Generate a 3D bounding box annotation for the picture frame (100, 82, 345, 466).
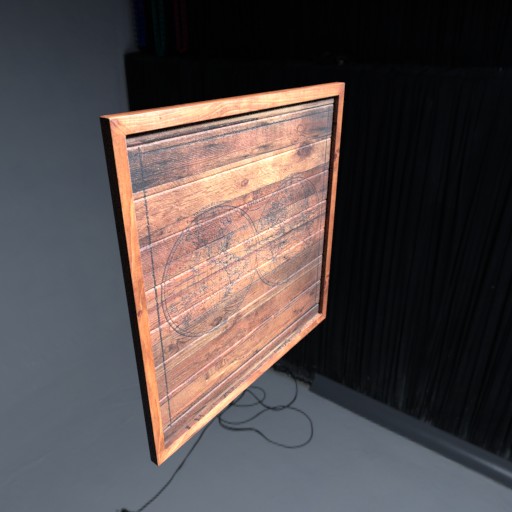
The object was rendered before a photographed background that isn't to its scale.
[{"bbox_3d":[0.000,0.000,1.189,0.029,0.817,0.810,19,32,33],"label":"picture frame"}]
